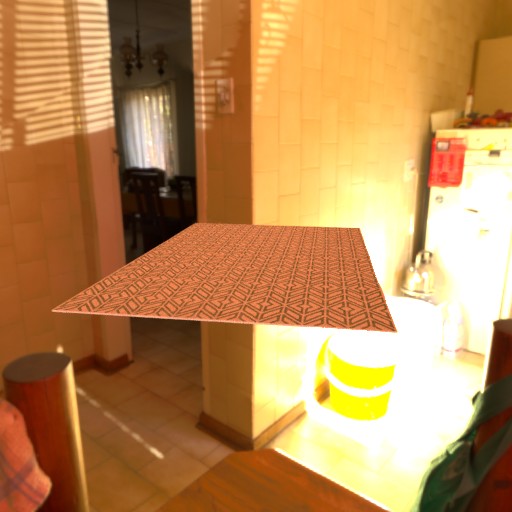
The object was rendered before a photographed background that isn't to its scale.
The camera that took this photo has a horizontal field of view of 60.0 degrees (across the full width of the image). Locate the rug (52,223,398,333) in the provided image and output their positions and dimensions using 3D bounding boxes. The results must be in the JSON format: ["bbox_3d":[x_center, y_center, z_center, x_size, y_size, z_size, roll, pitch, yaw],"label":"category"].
[{"bbox_3d":[0.000,0.000,2.395,1.220,0.007,1.828,2,15,9],"label":"rug"}]
